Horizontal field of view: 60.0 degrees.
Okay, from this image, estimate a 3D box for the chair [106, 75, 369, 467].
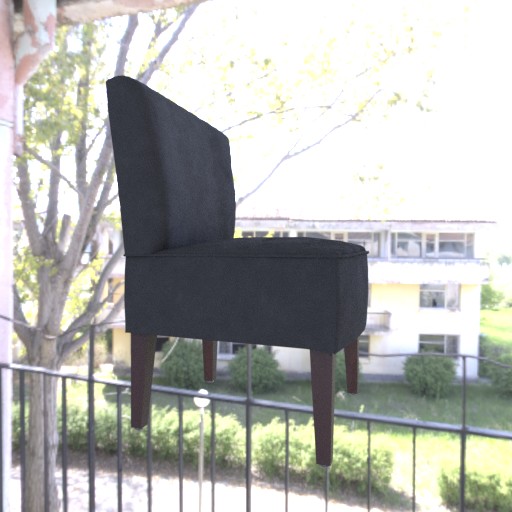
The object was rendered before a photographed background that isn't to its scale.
[{"bbox_3d":[0.000,0.000,1.134,0.554,0.806,0.521,0,1,19],"label":"chair"}]
